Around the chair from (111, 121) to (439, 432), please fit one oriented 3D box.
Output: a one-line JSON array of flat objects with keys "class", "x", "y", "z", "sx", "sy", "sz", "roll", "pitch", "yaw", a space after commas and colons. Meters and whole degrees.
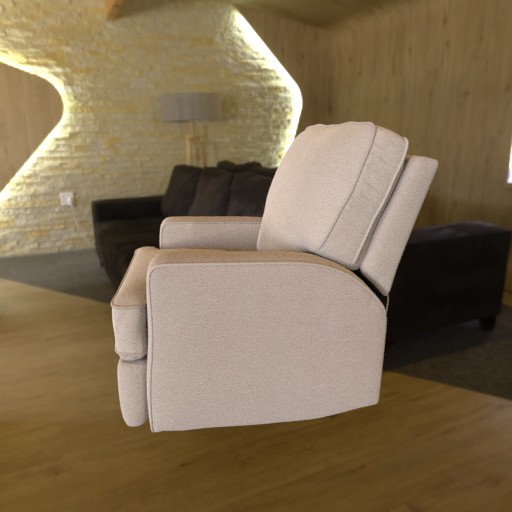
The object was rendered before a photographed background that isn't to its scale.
[{"class": "chair", "x": 0.000, "y": 0.000, "z": 1.654, "sx": 0.969, "sy": 0.964, "sz": 0.861, "roll": -2, "pitch": 14, "yaw": -9}]
